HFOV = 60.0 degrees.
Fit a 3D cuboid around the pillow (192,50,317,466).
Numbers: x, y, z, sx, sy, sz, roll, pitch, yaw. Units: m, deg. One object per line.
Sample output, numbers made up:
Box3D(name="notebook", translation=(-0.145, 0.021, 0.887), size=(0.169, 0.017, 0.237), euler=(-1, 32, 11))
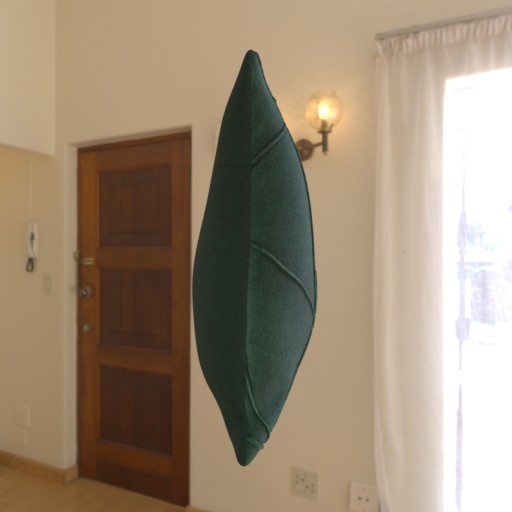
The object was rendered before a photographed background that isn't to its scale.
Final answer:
Box3D(name="pillow", translation=(0.000, 0.000, 0.676), size=(0.184, 0.440, 0.439), euler=(0, 0, 1))
